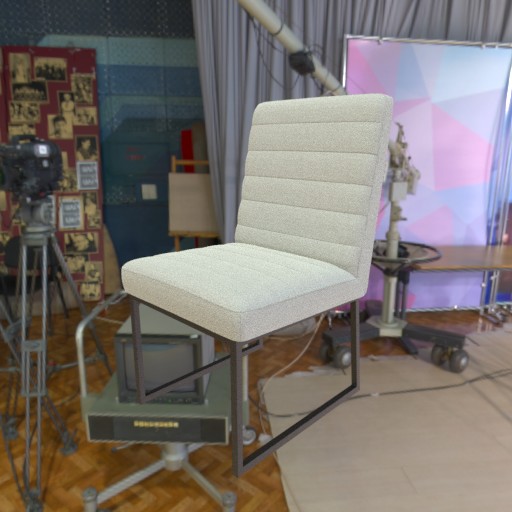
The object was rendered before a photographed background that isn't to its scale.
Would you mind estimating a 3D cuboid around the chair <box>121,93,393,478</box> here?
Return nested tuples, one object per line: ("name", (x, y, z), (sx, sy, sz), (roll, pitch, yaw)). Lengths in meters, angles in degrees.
("chair", (0.000, 0.000, 1.330), (0.520, 0.930, 0.634), (14, 20, 43))
